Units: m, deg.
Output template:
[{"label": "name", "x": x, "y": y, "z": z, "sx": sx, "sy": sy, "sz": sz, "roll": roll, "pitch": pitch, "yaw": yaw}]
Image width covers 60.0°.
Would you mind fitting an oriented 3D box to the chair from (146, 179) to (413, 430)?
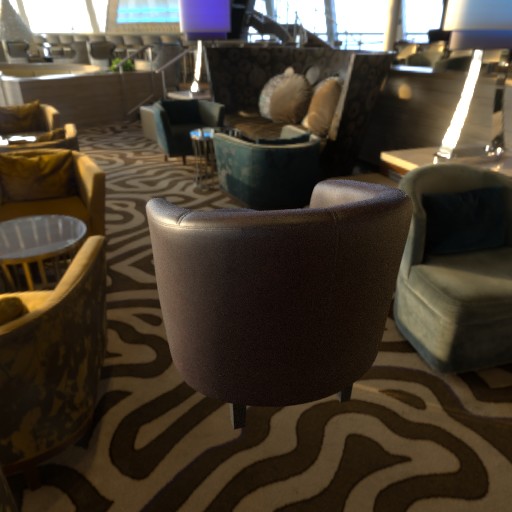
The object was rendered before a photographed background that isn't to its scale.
[{"label": "chair", "x": 0.000, "y": 0.000, "z": 1.616, "sx": 0.737, "sy": 0.755, "sz": 1.176, "roll": -8, "pitch": 28, "yaw": -16}]
